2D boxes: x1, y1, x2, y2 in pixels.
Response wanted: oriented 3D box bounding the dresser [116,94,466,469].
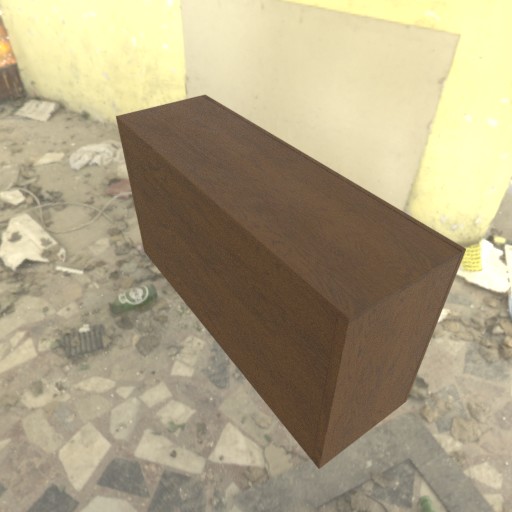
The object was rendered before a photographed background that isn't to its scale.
[{"bbox_3d":[0.000,0.000,1.969,0.512,0.889,1.523,-24,46,-26],"label":"dresser"}]
